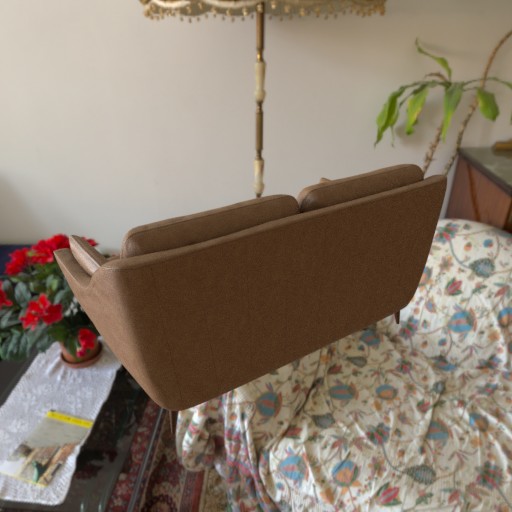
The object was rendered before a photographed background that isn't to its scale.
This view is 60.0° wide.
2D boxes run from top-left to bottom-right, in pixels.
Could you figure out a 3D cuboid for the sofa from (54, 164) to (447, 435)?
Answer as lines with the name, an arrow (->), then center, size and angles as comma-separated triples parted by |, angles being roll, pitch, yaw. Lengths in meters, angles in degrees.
sofa -> 0.000, 0.000, 2.244 | 1.731, 0.886, 0.981 | -17, 33, -29
